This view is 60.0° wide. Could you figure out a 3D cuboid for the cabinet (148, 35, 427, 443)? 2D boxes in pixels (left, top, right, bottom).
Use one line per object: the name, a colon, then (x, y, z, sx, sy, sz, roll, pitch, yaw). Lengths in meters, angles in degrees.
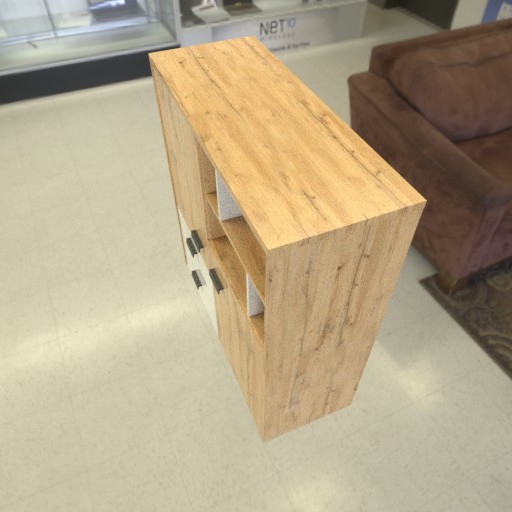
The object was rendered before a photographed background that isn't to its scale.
cabinet: (0.000, 0.000, 1.970, 0.473, 1.397, 1.168, -17, 50, -15)
